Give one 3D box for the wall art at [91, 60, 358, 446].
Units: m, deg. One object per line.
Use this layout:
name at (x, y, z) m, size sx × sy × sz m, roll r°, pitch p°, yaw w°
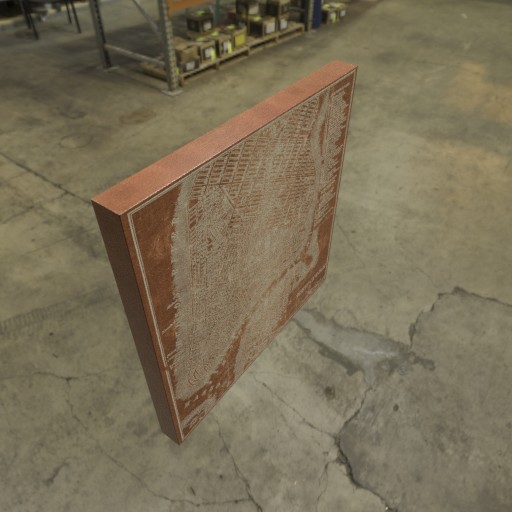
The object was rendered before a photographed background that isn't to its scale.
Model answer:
wall art at (0.000, 0.000, 0.607) m, size 0.035 × 0.403 × 0.403 m, roll 27°, pitch 49°, yaw 26°
